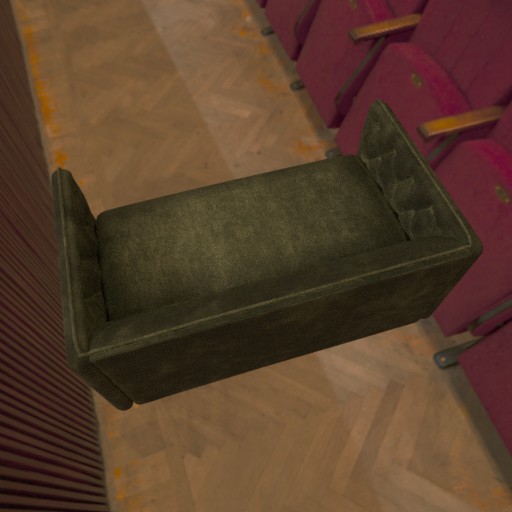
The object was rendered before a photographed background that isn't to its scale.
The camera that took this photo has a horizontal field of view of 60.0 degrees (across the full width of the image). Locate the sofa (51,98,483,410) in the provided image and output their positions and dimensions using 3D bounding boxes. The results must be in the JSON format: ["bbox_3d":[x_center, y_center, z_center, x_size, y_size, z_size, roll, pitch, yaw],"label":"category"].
[{"bbox_3d":[0.000,0.000,2.035,1.537,0.768,0.895,-15,60,-9],"label":"sofa"}]
